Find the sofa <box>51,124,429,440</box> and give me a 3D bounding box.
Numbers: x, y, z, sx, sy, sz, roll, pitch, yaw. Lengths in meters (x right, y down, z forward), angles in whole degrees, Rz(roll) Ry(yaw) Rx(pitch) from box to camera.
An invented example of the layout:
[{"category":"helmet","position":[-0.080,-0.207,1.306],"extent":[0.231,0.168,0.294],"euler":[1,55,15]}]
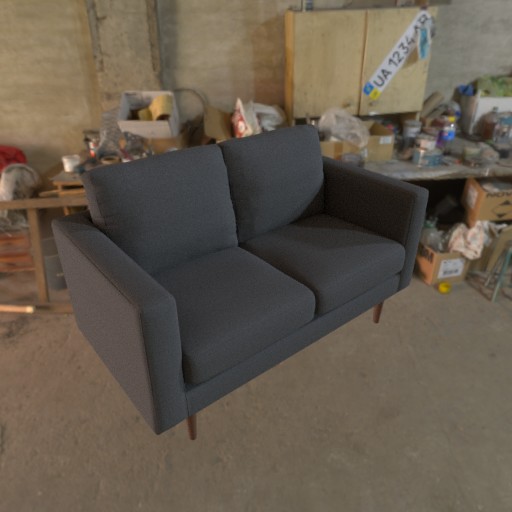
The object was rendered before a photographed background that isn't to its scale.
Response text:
[{"category":"sofa","position":[0.000,0.000,1.957],"extent":[1.430,0.908,0.796],"euler":[-22,37,-33]}]
